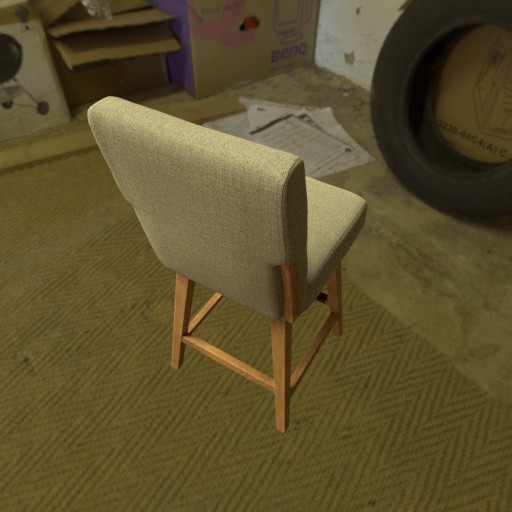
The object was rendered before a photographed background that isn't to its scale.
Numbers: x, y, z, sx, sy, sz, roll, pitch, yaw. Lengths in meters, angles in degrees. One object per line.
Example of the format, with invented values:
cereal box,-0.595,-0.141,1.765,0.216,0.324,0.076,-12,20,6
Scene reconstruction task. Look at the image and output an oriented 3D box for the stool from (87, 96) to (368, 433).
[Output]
stool,0.000,0.000,1.243,0.459,1.010,0.526,24,50,22
